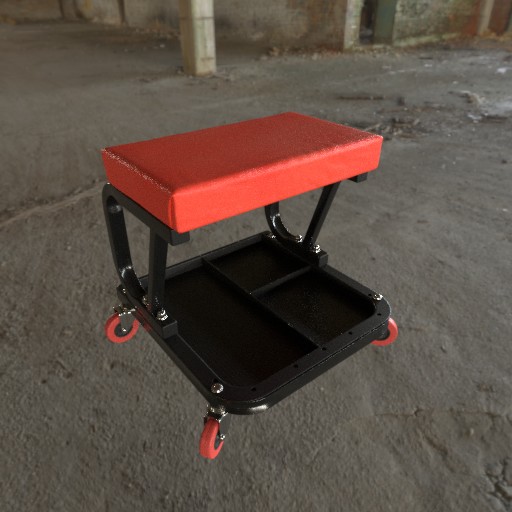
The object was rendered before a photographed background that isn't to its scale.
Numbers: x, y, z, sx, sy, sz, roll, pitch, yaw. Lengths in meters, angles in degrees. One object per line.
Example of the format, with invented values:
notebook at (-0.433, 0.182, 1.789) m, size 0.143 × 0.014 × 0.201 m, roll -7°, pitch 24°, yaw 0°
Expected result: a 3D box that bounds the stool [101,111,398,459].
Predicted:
stool at (0.000, 0.000, 0.739) m, size 0.446 × 0.380 × 0.371 m, roll -22°, pitch 37°, yaw -32°
